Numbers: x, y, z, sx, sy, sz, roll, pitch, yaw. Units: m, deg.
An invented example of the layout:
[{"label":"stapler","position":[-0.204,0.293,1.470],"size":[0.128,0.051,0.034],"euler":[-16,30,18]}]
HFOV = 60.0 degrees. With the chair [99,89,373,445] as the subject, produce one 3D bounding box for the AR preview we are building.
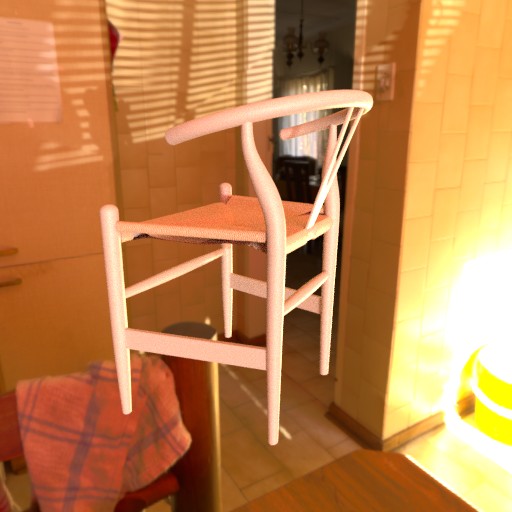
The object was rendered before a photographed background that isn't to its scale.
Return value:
[{"label":"chair","position":[0.000,0.000,1.078],"size":[0.500,0.736,0.533],"euler":[8,18,27]}]
